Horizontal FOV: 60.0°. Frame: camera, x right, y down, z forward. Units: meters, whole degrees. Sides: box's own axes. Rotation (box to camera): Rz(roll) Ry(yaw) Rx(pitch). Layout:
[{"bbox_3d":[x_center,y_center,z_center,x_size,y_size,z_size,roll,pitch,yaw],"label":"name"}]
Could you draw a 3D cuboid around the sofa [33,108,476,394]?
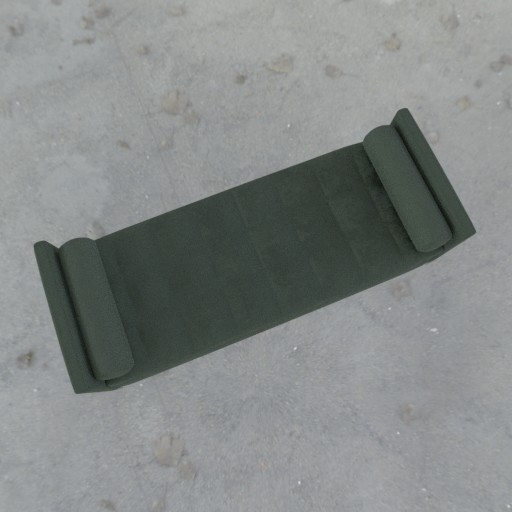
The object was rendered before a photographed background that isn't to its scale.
[{"bbox_3d":[0.000,0.000,2.504,2.102,0.657,0.797,-21,76,-6],"label":"sofa"}]
